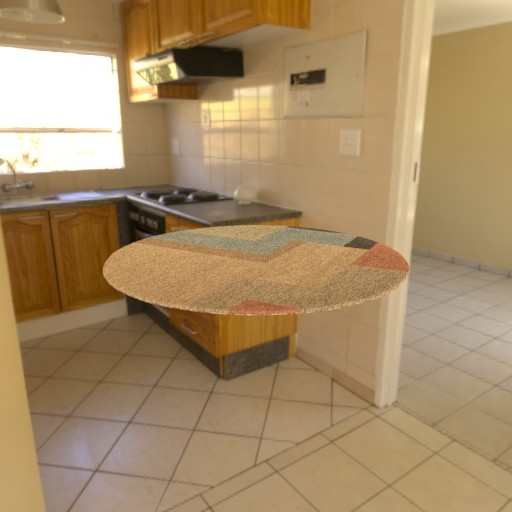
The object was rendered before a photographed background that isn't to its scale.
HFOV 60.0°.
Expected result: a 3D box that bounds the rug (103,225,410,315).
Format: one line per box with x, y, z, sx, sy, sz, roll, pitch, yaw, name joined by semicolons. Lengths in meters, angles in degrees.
0.000;0.000;3.745;2.461;0.033;2.461;0;16;0;rug
